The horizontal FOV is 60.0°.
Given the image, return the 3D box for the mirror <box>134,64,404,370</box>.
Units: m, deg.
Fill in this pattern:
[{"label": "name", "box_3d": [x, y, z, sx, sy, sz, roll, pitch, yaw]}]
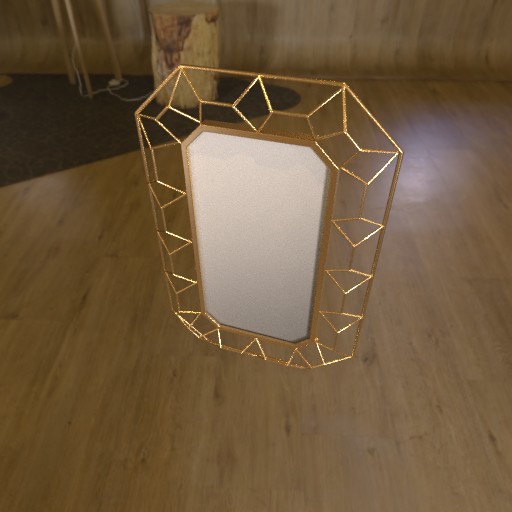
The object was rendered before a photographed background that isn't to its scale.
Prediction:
[{"label": "mirror", "box_3d": [0.000, 0.000, 1.095, 0.572, 0.870, 0.051, 12, 43, 13]}]
